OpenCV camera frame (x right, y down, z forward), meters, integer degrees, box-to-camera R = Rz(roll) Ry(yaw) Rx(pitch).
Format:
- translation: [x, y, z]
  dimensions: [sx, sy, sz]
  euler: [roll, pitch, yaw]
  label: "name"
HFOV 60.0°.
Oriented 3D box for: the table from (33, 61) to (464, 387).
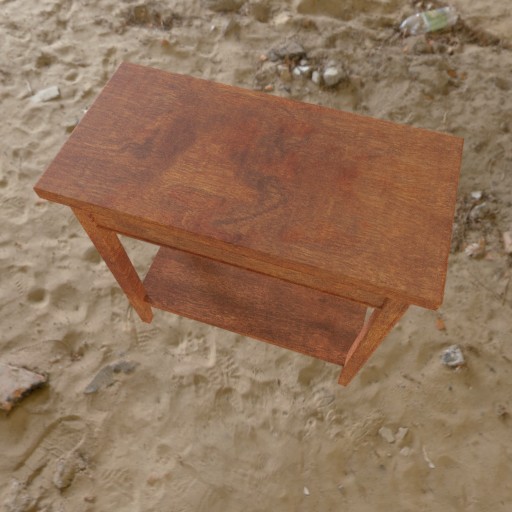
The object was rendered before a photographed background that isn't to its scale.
- translation: [0.000, 0.000, 0.958]
  dimensions: [0.610, 0.610, 0.305]
  euler: [16, 62, 9]
  label: "table"
